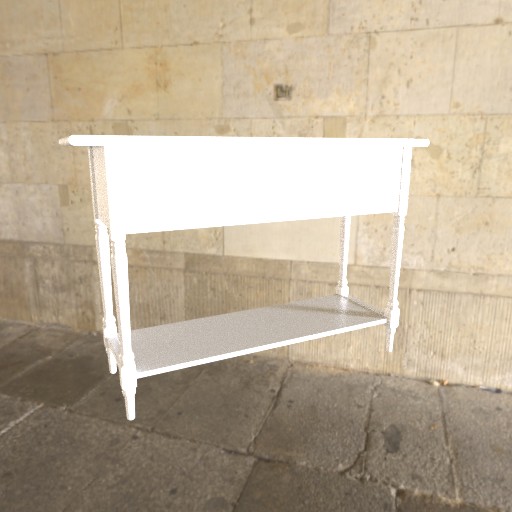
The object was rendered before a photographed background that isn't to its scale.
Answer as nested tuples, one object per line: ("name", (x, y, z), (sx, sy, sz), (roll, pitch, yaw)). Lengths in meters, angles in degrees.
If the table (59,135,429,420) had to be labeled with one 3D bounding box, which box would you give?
("table", (0.000, 0.000, 1.583), (1.197, 0.808, 0.384), (-7, 15, -26))
